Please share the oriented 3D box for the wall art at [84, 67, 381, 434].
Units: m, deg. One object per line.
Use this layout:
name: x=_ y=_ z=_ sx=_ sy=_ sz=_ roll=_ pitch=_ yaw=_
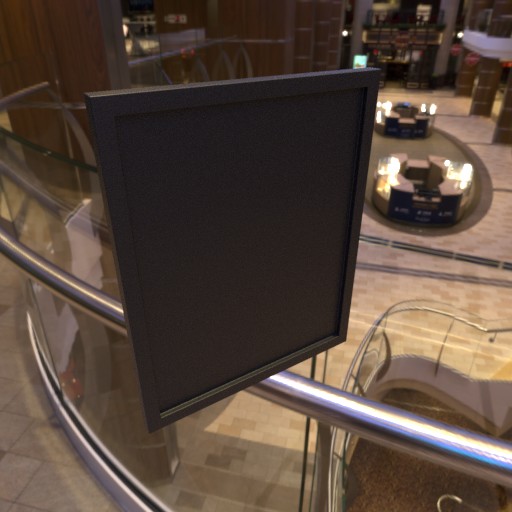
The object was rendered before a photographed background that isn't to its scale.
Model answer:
wall art: x=0.000 y=0.000 z=0.747 sx=0.457 sy=0.559 sz=0.028 roll=-17 pitch=34 yaw=-28
